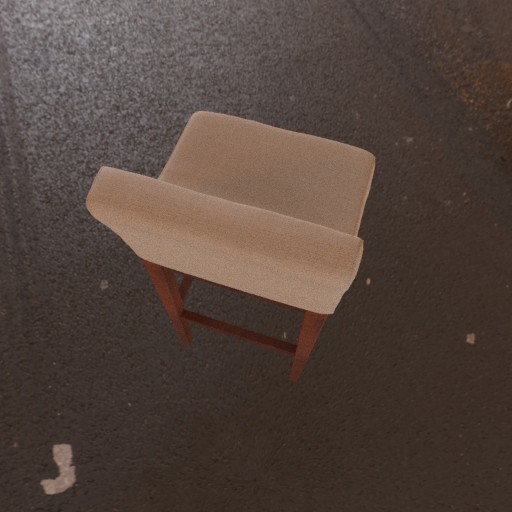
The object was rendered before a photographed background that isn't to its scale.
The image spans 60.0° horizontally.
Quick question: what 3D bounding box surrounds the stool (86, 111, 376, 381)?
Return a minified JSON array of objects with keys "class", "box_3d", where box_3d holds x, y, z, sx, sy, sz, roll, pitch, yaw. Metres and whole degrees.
[{"class":"stool","box_3d":[0.000,0.000,1.313,0.511,1.037,0.500,16,64,8]}]
